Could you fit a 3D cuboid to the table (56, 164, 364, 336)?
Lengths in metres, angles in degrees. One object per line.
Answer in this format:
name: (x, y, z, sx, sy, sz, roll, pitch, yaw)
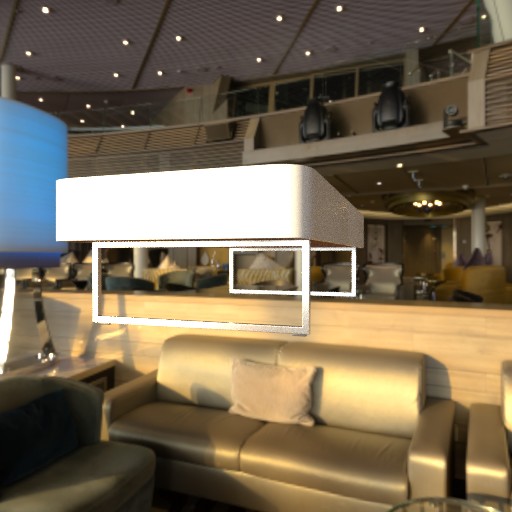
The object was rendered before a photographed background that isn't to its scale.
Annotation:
table: (0.000, 0.000, 1.462, 0.600, 0.340, 1.200, 0, 0, 19)
